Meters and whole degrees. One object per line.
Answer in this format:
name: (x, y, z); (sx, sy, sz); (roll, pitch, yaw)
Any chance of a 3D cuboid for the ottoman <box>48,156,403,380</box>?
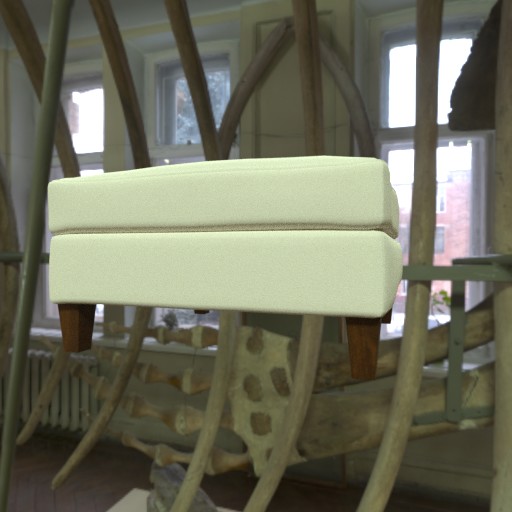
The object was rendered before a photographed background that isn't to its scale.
ottoman: (0.000, 0.000, 1.353); (0.838, 0.479, 0.838); (0, 1, 19)
